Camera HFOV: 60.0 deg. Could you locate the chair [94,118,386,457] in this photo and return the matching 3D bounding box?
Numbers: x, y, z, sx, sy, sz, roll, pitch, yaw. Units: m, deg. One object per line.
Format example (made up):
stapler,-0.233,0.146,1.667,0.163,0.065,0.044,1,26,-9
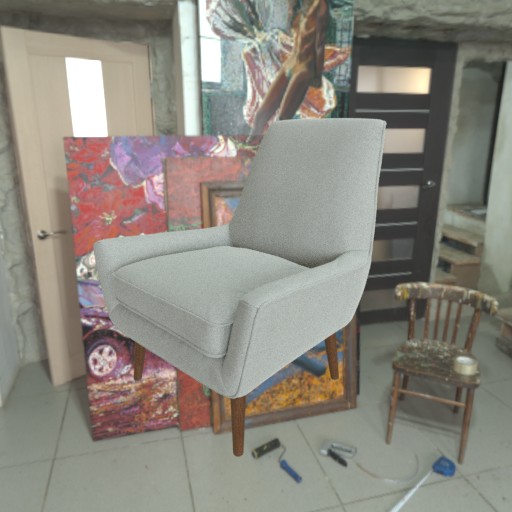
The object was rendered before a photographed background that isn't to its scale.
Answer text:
chair,0.000,0.000,1.482,0.822,0.888,0.787,-15,22,-42
